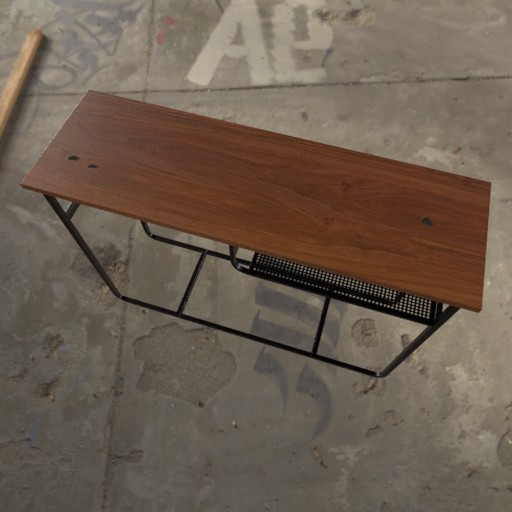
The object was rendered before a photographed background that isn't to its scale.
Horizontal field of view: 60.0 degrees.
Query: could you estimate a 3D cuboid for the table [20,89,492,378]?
[{"bbox_3d":[0.000,0.000,1.414,1.100,0.750,0.350,15,63,8],"label":"table"}]
